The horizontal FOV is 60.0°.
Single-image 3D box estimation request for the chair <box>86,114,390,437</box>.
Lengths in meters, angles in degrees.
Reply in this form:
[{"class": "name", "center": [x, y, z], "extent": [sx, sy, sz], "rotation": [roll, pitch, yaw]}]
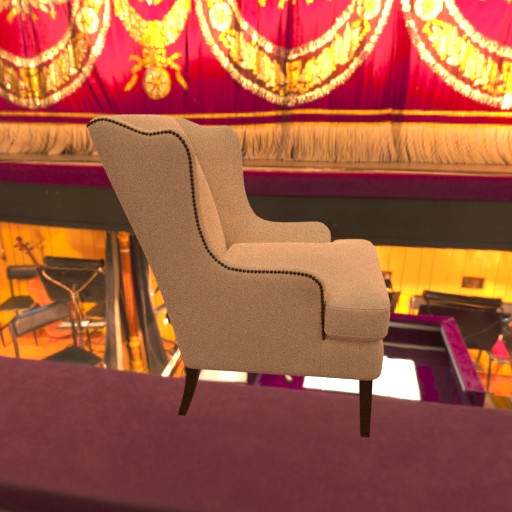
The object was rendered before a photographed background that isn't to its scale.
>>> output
[{"class": "chair", "center": [0.000, 0.000, 1.691], "extent": [0.940, 1.029, 0.737], "rotation": [3, 17, 10]}]
